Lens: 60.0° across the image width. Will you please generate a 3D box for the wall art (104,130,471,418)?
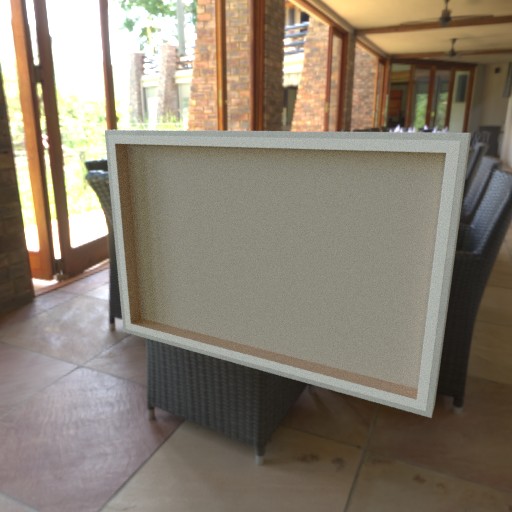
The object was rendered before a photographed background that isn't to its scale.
[{"bbox_3d":[0.000,0.000,0.751,0.609,0.407,0.038,9,19,27],"label":"wall art"}]
